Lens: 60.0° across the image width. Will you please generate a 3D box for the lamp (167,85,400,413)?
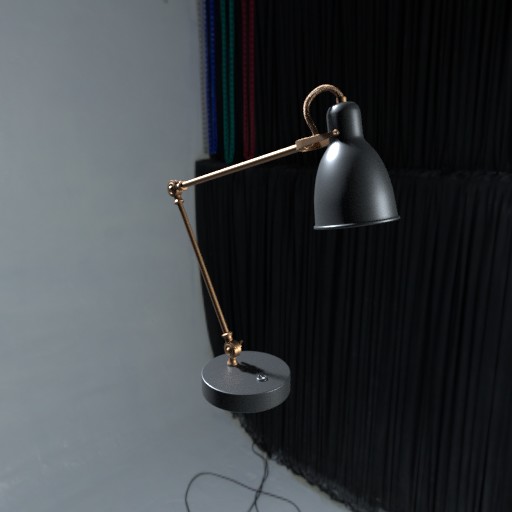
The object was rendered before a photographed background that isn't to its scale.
[{"bbox_3d":[0.000,0.000,0.851,0.561,0.587,0.187,13,19,43],"label":"lamp"}]
